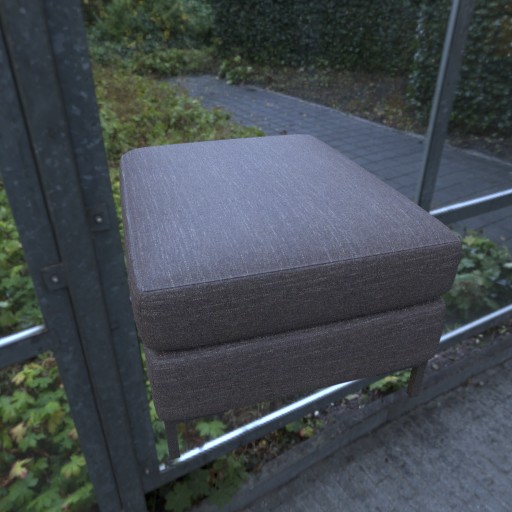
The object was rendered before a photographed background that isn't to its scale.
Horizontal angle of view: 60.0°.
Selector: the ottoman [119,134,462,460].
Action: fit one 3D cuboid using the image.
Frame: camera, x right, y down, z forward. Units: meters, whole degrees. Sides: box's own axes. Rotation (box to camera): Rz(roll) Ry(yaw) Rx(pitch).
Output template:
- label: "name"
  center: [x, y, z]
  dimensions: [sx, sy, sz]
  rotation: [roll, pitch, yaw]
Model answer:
- label: "ottoman"
  center: [0.000, 0.000, 1.224]
  dimensions: [0.671, 0.490, 0.820]
  rotation: [-9, 32, -14]
